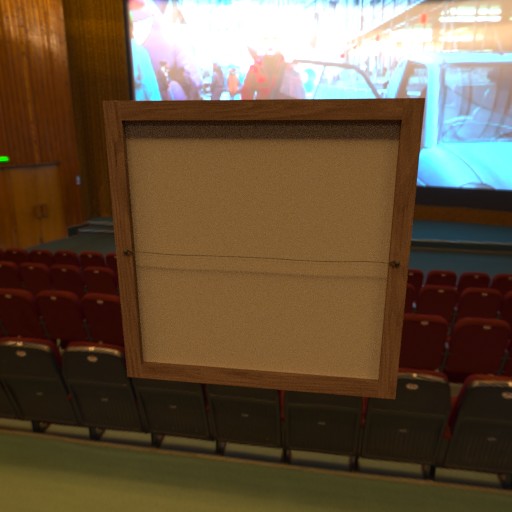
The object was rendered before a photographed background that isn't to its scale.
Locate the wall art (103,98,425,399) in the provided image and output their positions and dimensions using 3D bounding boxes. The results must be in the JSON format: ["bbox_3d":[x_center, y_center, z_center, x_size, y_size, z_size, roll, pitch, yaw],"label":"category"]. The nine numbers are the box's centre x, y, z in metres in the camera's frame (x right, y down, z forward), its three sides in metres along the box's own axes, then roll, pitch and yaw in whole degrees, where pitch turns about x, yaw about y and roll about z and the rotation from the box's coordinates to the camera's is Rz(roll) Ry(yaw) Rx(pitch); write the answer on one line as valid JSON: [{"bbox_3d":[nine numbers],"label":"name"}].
[{"bbox_3d":[0.000,0.000,1.144,0.757,0.762,0.028,2,16,8],"label":"wall art"}]
